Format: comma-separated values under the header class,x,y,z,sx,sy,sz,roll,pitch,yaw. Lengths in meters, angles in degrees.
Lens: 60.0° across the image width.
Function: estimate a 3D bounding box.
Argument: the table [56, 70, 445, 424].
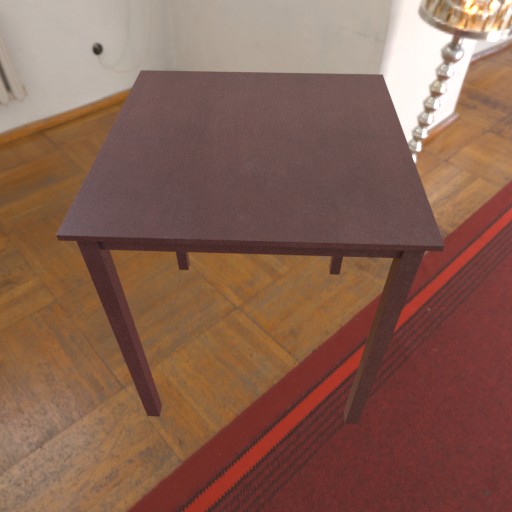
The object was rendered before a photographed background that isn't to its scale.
class,x,y,z,sx,sy,sz,roll,pitch,yaw
table,0.000,0.000,1.635,0.861,0.991,0.861,2,46,2
